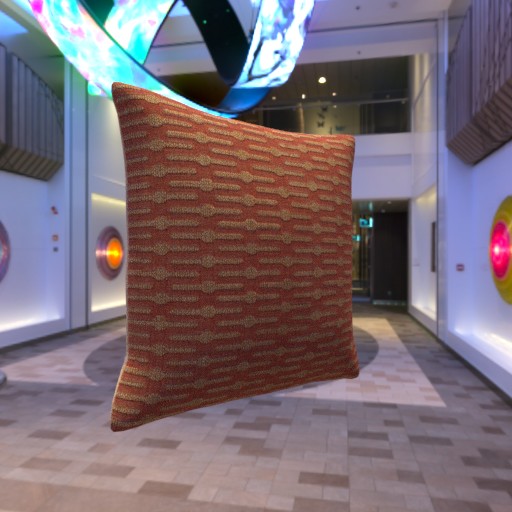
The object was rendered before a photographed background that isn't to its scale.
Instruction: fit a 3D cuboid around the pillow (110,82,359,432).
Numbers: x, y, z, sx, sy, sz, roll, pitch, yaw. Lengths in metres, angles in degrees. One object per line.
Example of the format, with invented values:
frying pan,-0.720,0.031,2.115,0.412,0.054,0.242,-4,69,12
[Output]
pillow,0.000,0.000,0.781,0.511,0.503,0.182,0,0,-35
